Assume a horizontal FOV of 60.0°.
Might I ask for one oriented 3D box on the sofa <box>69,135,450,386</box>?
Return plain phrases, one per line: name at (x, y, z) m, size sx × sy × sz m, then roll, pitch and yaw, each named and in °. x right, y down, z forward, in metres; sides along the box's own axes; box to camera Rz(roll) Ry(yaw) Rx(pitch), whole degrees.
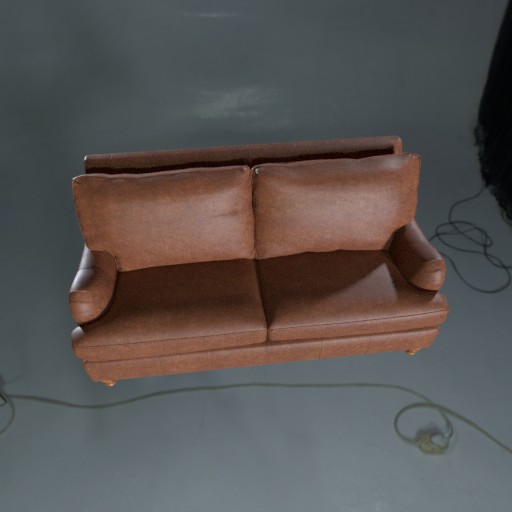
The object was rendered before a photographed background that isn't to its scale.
sofa at (0.000, 0.000, 2.796) m, size 2.144 × 1.071 × 1.147 m, roll -5°, pitch 47°, yaw -4°
